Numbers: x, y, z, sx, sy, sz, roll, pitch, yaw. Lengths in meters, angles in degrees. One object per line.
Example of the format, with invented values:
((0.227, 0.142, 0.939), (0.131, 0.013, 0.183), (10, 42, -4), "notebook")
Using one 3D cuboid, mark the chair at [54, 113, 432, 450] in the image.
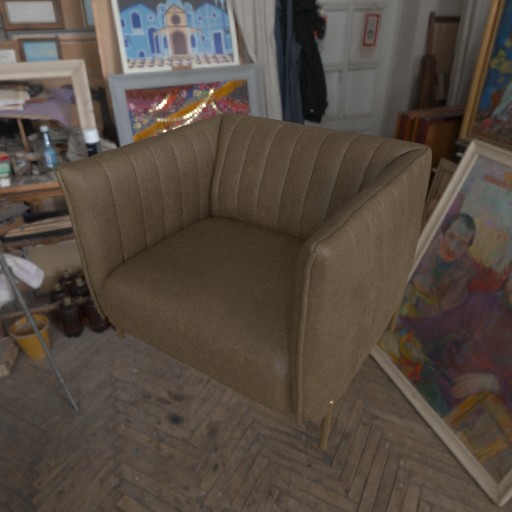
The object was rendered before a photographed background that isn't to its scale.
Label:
((0.000, 0.000, 1.619), (0.981, 0.779, 0.876), (19, 36, 28), "chair")
